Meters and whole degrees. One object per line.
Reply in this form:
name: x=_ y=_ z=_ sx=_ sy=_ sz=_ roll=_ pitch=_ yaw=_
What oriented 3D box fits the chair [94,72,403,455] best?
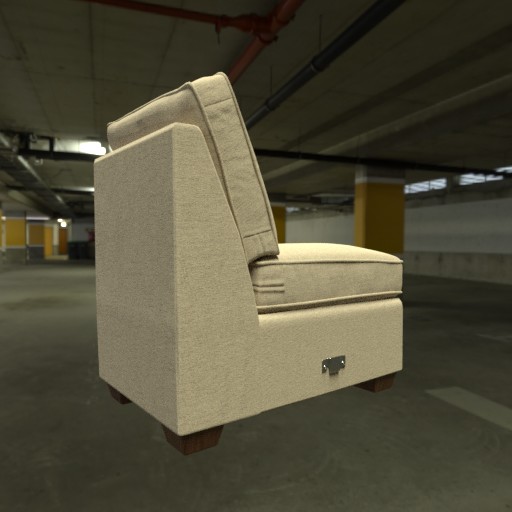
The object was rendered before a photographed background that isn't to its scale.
chair: x=0.000 y=0.000 z=1.560 sx=0.938 sy=0.970 sz=0.621 roll=-1 pitch=2 yaw=-37
